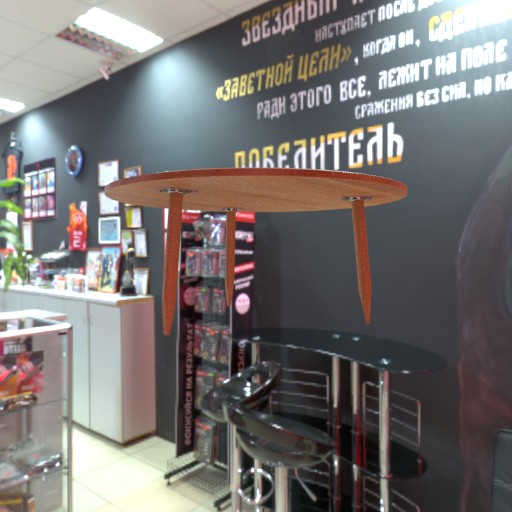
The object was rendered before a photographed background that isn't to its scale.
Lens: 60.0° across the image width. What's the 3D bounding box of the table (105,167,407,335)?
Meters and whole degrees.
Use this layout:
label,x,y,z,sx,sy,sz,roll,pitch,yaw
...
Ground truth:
label,x,y,z,sx,sy,sz,roll,pitch,yaw
table,0.000,0.000,1.395,0.900,0.400,0.900,0,1,0
